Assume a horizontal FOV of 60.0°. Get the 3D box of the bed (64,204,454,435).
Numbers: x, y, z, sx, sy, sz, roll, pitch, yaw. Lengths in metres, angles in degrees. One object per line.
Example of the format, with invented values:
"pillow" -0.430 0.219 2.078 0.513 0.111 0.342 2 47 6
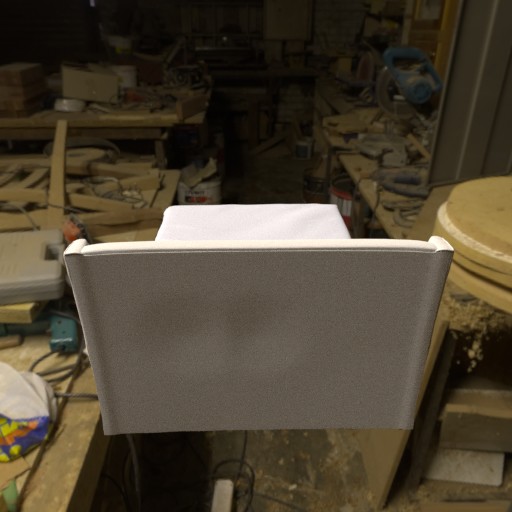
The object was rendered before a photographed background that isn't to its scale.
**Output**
"bed" 0.000 0.000 3.428 1.925 1.332 2.276 -1 29 -1
